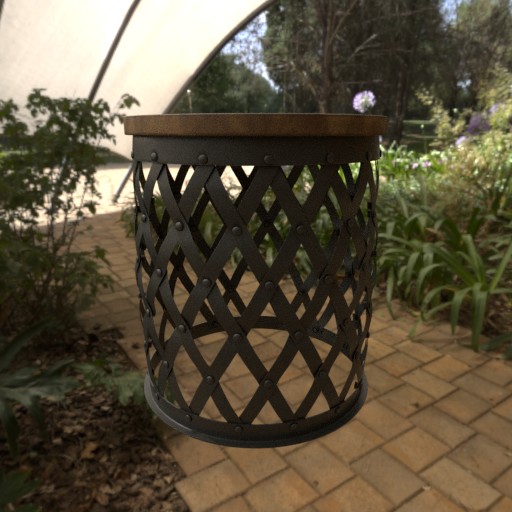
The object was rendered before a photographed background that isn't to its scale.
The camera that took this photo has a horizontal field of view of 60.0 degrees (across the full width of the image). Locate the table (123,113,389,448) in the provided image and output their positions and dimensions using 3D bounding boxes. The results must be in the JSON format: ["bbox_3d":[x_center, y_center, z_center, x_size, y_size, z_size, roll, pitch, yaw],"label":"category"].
[{"bbox_3d":[0.000,0.000,0.763,0.405,0.454,0.405,0,16,0],"label":"table"}]
